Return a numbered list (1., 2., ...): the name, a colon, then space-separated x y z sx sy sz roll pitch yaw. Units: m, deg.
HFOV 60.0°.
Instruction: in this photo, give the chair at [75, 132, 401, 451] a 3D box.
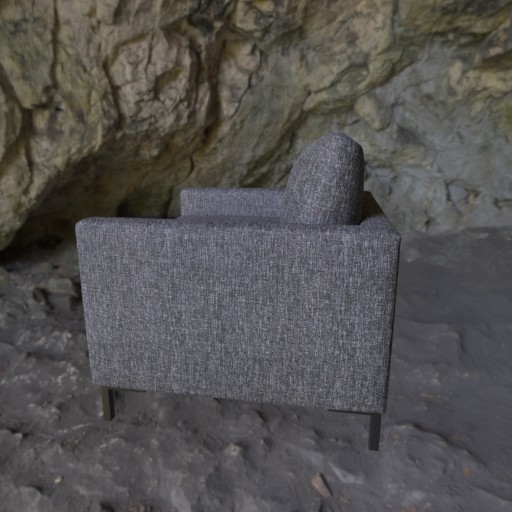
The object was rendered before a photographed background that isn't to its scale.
1. chair: 0.000 0.000 1.605 0.866 0.861 0.963 3 15 10
